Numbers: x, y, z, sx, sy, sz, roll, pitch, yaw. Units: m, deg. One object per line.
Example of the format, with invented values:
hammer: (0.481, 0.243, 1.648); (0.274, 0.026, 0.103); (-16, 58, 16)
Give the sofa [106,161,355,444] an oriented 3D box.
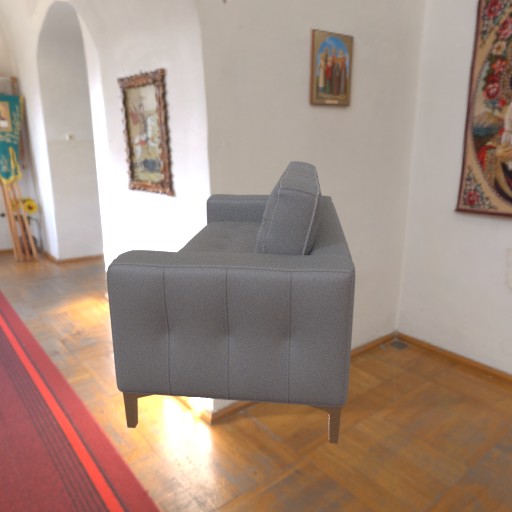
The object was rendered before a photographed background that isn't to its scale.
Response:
sofa: (0.000, 0.000, 2.268); (0.833, 0.892, 1.726); (2, 16, 6)
